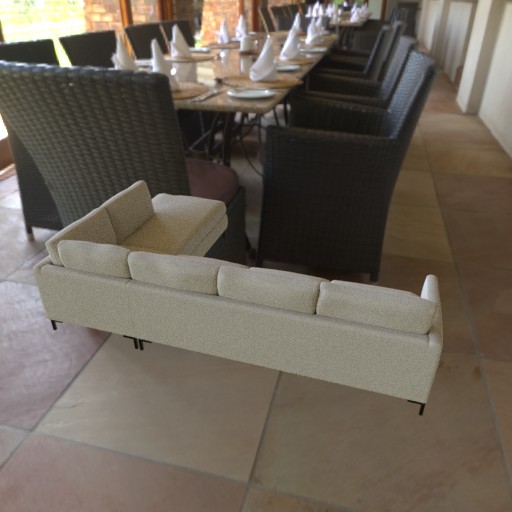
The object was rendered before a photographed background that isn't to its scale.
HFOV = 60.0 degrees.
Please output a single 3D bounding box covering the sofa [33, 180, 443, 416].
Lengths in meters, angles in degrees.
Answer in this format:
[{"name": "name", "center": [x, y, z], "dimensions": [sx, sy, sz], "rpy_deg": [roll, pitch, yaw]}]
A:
[{"name": "sofa", "center": [0.000, 0.000, 3.852], "dimensions": [2.949, 0.815, 2.007], "rpy_deg": [9, 31, 15]}]
